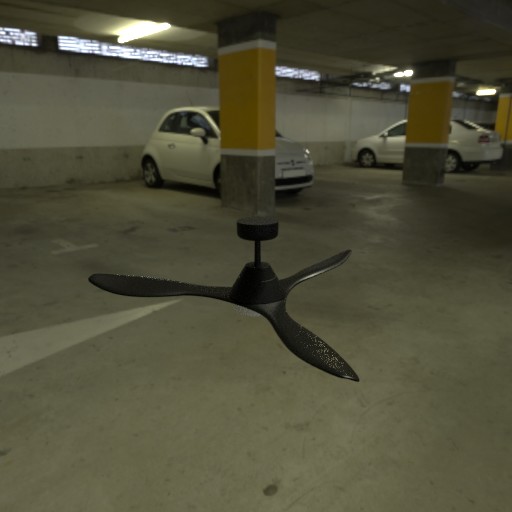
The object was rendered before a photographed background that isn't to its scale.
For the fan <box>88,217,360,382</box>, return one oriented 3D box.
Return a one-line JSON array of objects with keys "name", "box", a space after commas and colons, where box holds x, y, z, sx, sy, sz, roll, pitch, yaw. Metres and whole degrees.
[{"name": "fan", "box": [0.000, 0.000, 1.615, 1.067, 0.305, 1.067, 8, 18, 27]}]
